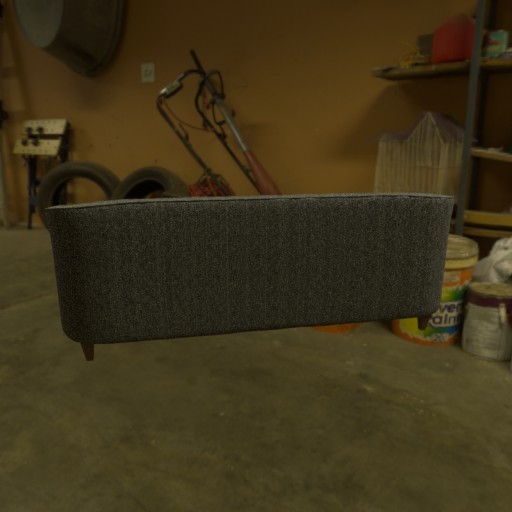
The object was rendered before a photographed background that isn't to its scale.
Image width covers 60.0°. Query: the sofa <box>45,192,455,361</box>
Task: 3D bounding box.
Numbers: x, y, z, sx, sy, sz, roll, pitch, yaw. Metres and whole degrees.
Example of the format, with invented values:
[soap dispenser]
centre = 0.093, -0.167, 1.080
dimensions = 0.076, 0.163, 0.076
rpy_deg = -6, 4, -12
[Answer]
[sofa]
centre = 0.000, 0.000, 2.770
dimensions = 2.278, 0.855, 0.941
rpy_deg = -3, 15, -11
